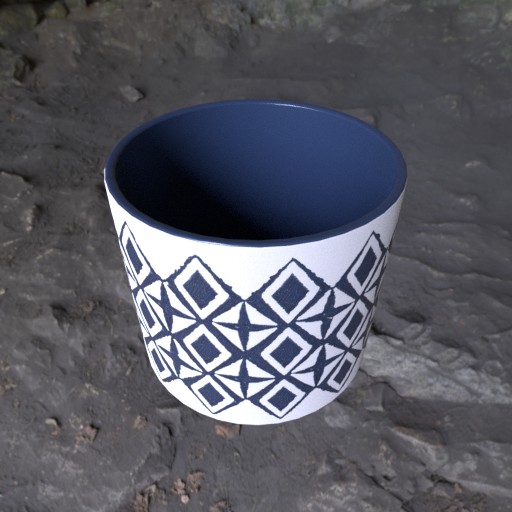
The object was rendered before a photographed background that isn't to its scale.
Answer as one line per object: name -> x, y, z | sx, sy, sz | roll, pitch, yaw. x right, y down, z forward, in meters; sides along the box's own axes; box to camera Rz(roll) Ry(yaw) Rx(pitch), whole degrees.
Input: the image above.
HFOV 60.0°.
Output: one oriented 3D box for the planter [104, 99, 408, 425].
planter -> 0.000, 0.000, 0.324 | 0.182, 0.165, 0.182 | 0, 40, 0
